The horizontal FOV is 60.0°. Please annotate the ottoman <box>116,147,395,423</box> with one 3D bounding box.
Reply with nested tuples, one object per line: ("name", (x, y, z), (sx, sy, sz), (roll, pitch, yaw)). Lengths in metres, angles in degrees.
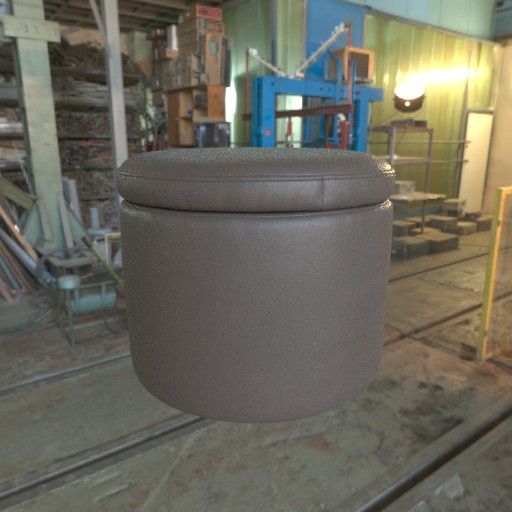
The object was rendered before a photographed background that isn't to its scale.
("ottoman", (0.000, 0.000, 0.862), (0.500, 0.409, 0.500), (0, 14, 0))
